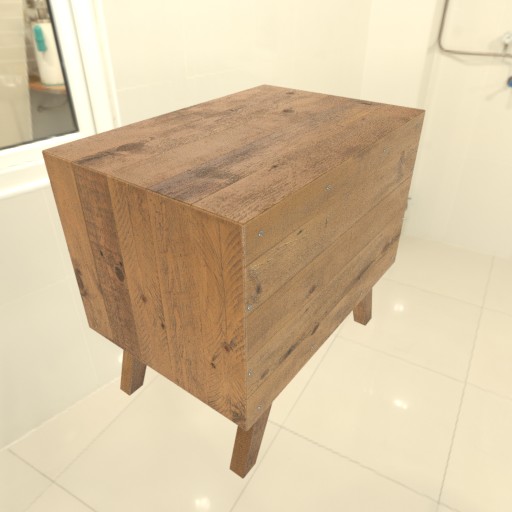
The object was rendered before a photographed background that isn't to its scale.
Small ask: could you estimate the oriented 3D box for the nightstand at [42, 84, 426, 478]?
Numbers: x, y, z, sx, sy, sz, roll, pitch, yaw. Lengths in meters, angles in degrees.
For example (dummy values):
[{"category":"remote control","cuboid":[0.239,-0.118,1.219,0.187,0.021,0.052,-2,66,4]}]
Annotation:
[{"category":"nightstand","cuboid":[0.000,0.000,1.028,0.450,0.599,0.650,22,39,30]}]
